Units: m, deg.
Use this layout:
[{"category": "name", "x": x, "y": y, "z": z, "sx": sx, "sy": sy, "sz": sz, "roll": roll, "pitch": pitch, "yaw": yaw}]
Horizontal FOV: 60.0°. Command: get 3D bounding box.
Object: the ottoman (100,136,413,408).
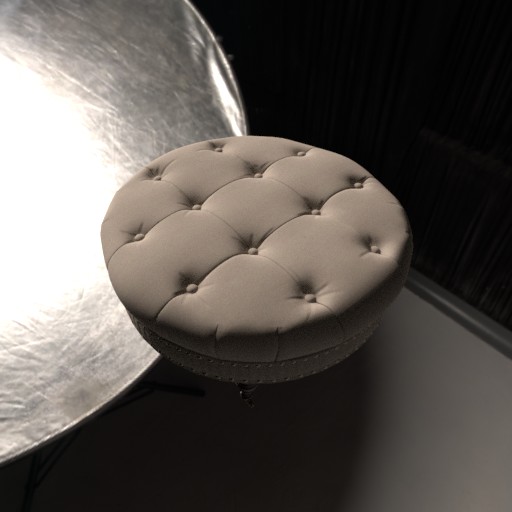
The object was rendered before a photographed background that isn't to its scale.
[{"category": "ottoman", "x": 0.000, "y": 0.000, "z": 1.403, "sx": 0.901, "sy": 0.439, "sz": 0.901, "roll": 0, "pitch": 44, "yaw": 0}]
